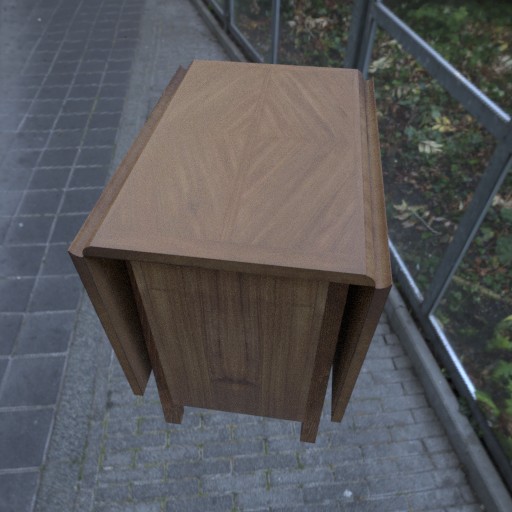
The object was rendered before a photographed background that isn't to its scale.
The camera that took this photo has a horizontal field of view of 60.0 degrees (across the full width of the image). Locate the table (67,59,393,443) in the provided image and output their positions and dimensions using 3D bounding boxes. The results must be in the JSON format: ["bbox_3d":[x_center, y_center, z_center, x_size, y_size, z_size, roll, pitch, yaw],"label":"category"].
[{"bbox_3d":[0.000,0.000,1.610,0.701,0.981,0.967,6,47,6],"label":"table"}]
